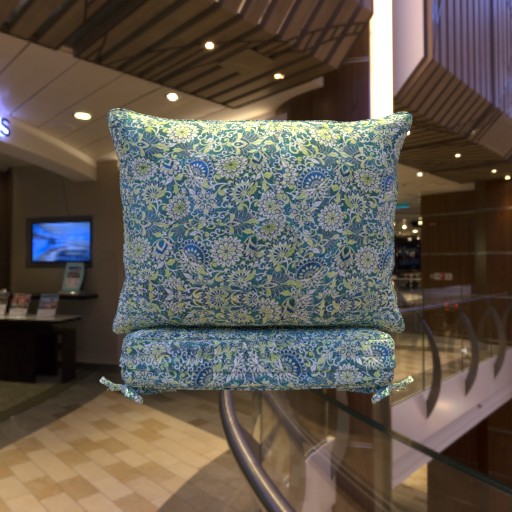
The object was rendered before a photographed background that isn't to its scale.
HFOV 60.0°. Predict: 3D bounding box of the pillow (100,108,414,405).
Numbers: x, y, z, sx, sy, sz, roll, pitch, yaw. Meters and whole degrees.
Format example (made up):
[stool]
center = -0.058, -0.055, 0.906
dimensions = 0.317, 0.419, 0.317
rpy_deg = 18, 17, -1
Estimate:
[pillow]
center = 0.000, 0.000, 1.385
dimensions = 0.798, 0.722, 0.740
rpy_deg = 0, -1, -1
